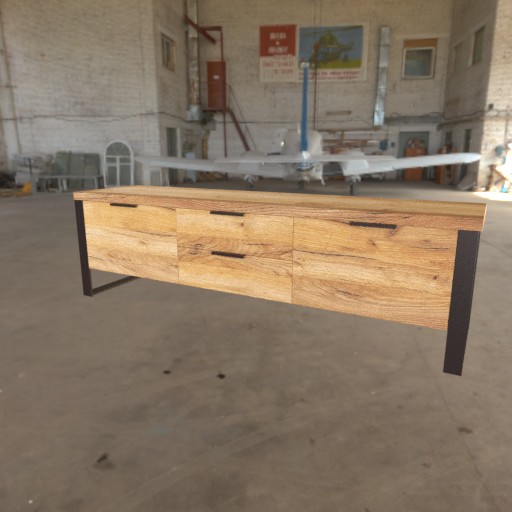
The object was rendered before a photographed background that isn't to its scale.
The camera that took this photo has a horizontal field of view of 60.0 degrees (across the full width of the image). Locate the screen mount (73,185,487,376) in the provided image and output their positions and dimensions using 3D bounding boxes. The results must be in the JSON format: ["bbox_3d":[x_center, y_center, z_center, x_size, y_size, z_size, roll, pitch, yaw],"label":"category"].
[{"bbox_3d":[0.000,0.000,1.701,1.524,0.450,0.395,7,16,27],"label":"screen mount"}]
